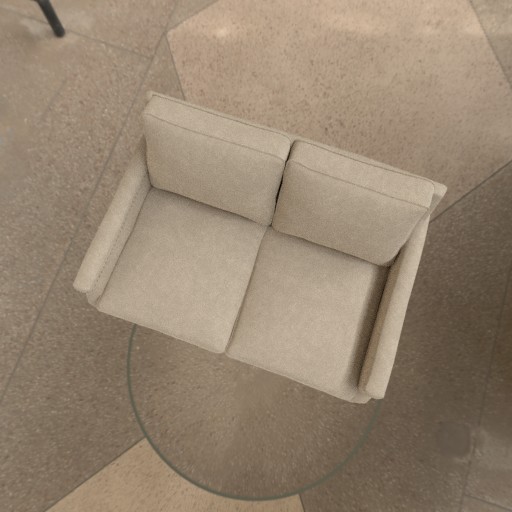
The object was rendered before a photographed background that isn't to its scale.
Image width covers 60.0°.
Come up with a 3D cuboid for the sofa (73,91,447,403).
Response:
[{"bbox_3d":[0.000,0.000,2.326,1.597,1.002,1.084,19,78,4],"label":"sofa"}]
